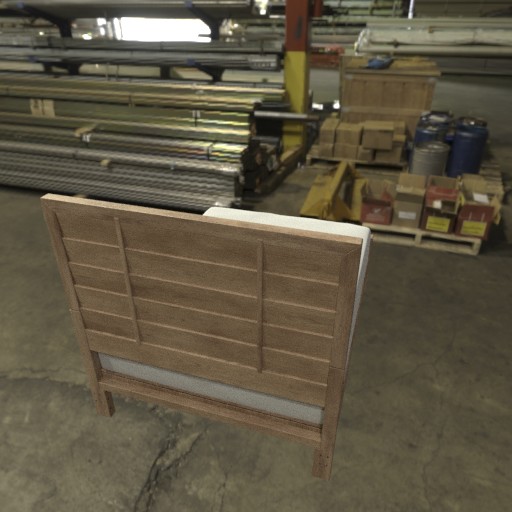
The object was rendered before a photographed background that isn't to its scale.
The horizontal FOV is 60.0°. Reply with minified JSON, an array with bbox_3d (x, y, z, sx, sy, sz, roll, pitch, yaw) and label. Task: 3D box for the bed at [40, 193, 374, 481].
[{"bbox_3d":[0.000,0.000,3.366,1.626,1.626,2.197,9,32,15],"label":"bed"}]
